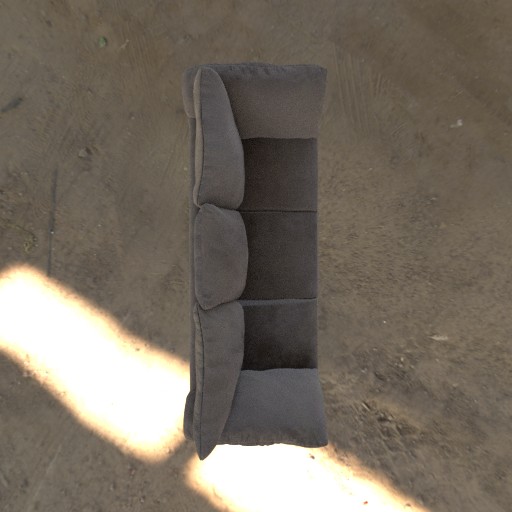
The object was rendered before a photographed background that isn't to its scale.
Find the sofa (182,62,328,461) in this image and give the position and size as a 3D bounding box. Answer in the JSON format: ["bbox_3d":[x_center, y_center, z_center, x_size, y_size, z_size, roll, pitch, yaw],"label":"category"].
[{"bbox_3d":[0.000,0.000,2.893,0.878,1.073,2.336,0,91,0],"label":"sofa"}]
